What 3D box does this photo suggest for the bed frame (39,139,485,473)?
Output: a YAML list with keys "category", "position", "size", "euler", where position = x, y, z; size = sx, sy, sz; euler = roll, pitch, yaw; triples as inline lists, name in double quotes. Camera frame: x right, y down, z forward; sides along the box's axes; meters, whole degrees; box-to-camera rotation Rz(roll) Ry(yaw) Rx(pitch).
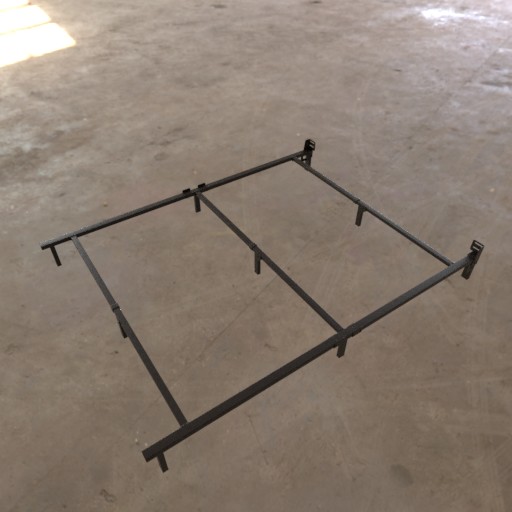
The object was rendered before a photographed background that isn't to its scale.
- category: "bed frame"
  position: [0.000, 0.000, 2.529]
  size: [1.990, 0.248, 1.498]
  euler: [-25, 47, -25]
